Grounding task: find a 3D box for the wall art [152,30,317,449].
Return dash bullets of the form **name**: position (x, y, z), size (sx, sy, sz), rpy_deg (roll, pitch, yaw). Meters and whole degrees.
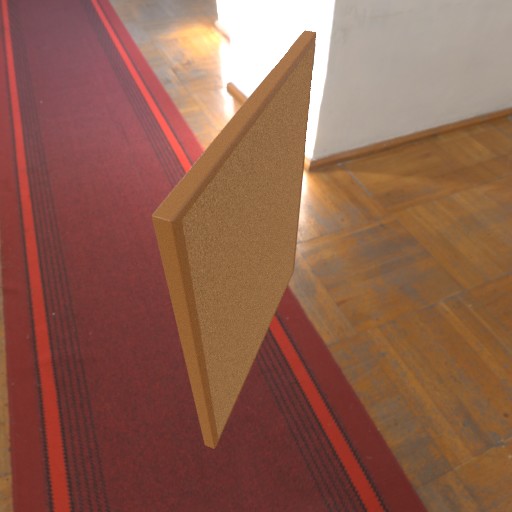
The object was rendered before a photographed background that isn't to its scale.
- **wall art**: position (0.000, 0.000, 0.733), size (0.022, 0.553, 0.452), rpy_deg (16, 49, 14)
